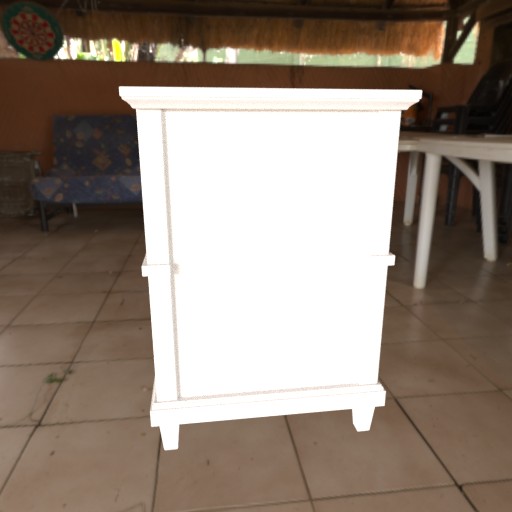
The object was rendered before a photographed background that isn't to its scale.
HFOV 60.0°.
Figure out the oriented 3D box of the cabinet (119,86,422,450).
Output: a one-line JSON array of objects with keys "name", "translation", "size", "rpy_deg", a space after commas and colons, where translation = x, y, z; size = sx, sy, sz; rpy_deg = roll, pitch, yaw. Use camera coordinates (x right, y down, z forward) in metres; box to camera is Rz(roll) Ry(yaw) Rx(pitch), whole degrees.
[{"name": "cabinet", "translation": [0.000, 0.000, 1.150], "size": [0.544, 0.775, 0.547], "rpy_deg": [-2, 16, -8]}]
